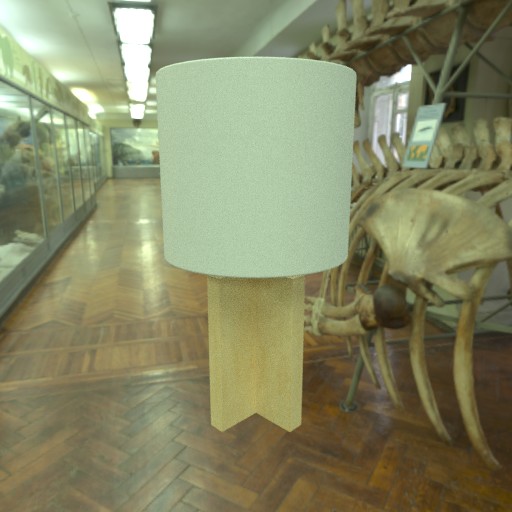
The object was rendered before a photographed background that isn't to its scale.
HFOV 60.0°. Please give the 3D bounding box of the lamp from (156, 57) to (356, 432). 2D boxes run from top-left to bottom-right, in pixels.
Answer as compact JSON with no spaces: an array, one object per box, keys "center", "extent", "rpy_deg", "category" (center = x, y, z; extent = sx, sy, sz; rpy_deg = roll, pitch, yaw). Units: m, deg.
[{"center":[0.000,0.000,0.564],"extent":[0.229,0.428,0.229],"rpy_deg":[13,19,43],"category":"lamp"}]
